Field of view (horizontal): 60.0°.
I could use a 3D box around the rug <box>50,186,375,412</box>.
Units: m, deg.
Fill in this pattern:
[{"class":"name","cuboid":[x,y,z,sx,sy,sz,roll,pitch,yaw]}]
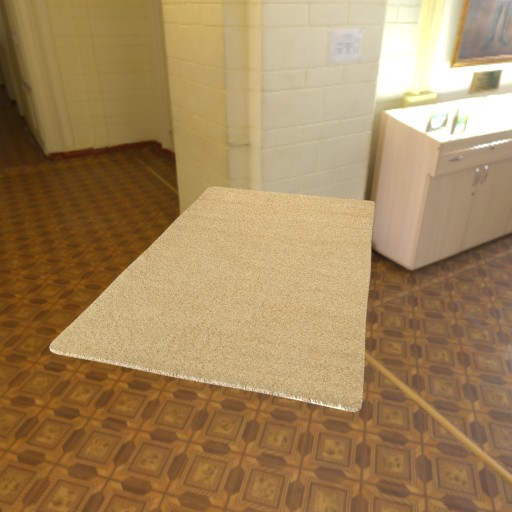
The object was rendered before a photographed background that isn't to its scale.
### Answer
[{"class":"rug","cuboid":[0.000,0.000,2.976,1.500,0.026,2.349,7,30,13]}]
